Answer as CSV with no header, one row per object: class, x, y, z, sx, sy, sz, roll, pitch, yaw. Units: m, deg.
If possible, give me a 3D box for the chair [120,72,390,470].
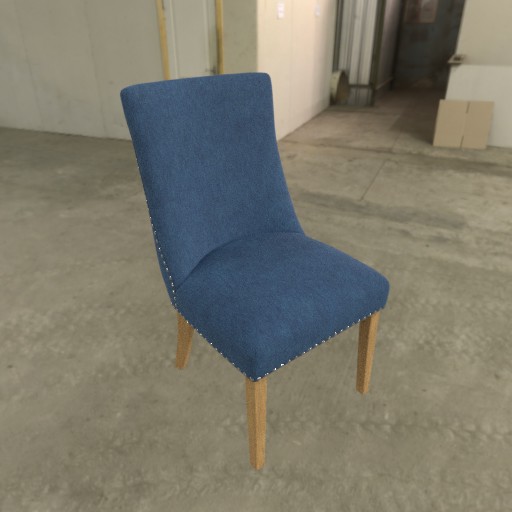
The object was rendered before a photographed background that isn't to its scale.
chair,0.000,0.000,1.268,0.495,0.902,0.610,-21,36,-32
